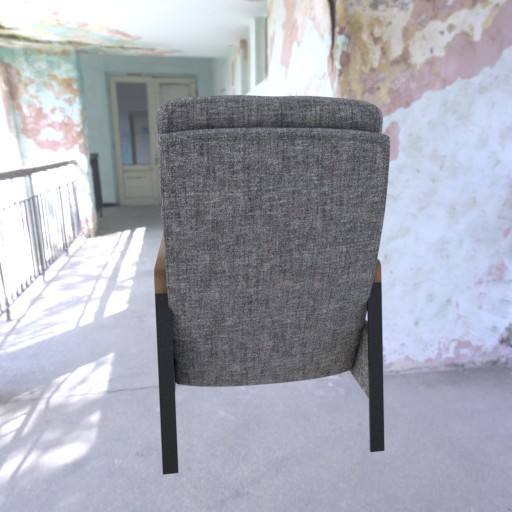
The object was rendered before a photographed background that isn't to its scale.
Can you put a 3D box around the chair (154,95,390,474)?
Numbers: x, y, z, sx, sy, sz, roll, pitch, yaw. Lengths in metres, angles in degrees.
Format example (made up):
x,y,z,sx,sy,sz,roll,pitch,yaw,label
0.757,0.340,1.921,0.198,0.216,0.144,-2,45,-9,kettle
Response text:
x,y,z,sx,sy,sz,roll,pitch,yaw,label
0.000,0.000,1.596,0.671,1.042,0.868,-2,15,-8,chair
